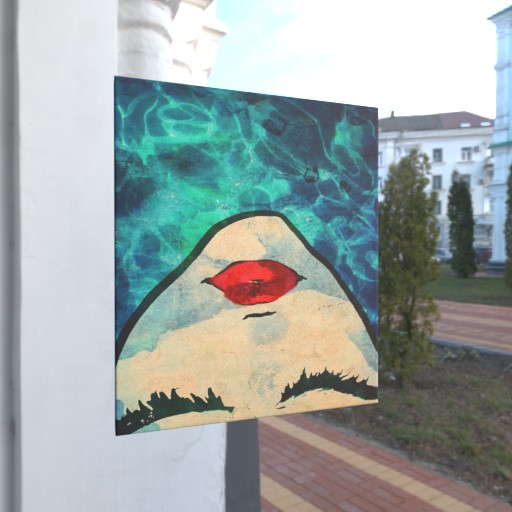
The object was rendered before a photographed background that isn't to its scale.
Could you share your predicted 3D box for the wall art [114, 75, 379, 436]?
[{"bbox_3d":[0.000,0.000,0.710,0.432,0.508,0.038,0,1,-19],"label":"wall art"}]
